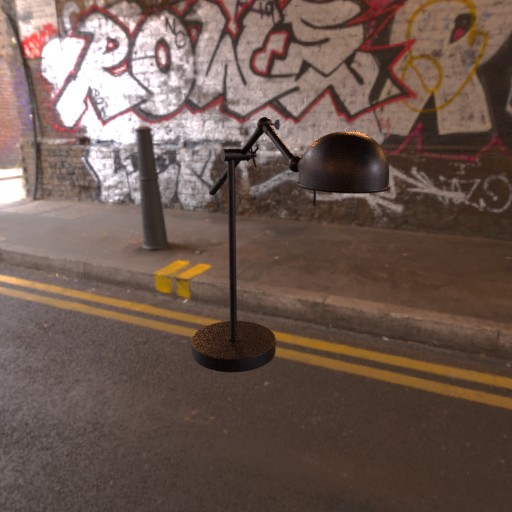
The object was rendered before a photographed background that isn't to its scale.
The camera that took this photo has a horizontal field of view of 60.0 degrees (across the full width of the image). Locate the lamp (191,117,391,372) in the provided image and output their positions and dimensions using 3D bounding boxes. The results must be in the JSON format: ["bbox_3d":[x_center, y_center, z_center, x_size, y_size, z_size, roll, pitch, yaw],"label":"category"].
[{"bbox_3d":[0.000,0.000,0.825,0.185,0.495,0.567,-8,18,-25],"label":"lamp"}]
